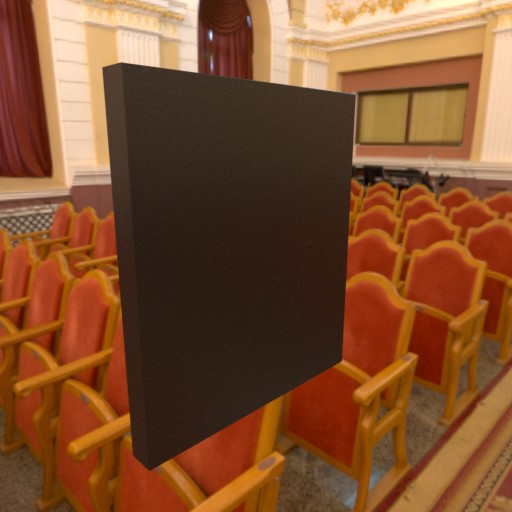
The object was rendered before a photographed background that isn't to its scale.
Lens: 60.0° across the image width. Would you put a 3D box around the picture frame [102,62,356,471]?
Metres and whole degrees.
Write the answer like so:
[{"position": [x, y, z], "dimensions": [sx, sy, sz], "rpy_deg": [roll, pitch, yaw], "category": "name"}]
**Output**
[{"position": [0.000, 0.000, 0.517], "dimensions": [0.328, 0.378, 0.034], "rpy_deg": [-13, 19, -43], "category": "picture frame"}]
